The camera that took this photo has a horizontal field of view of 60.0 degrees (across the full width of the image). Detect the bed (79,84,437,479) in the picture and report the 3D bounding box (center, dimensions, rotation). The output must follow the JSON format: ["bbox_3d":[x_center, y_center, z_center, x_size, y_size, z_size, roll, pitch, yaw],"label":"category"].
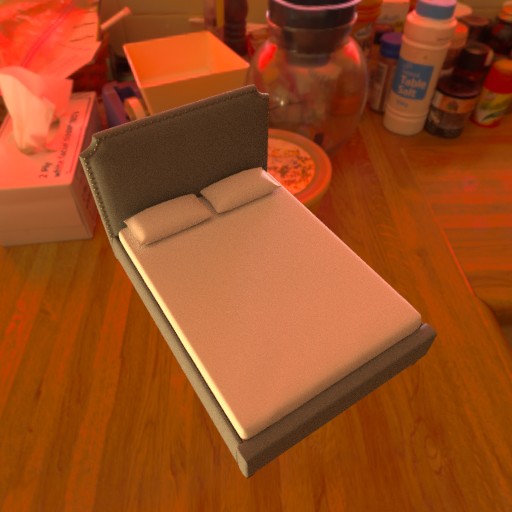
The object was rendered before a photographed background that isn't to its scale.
[{"bbox_3d":[0.000,0.000,3.441,1.712,1.443,2.372,-26,53,-21],"label":"bed"}]
